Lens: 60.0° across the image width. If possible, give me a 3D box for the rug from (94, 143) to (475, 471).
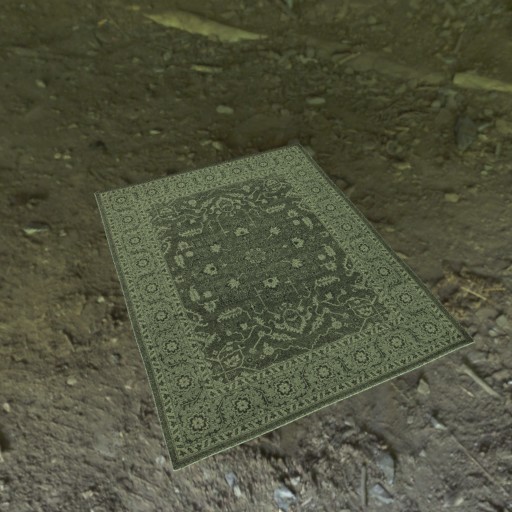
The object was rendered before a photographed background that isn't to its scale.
[{"bbox_3d":[0.000,0.000,4.112,2.451,0.026,3.069,-17,49,-16],"label":"rug"}]
